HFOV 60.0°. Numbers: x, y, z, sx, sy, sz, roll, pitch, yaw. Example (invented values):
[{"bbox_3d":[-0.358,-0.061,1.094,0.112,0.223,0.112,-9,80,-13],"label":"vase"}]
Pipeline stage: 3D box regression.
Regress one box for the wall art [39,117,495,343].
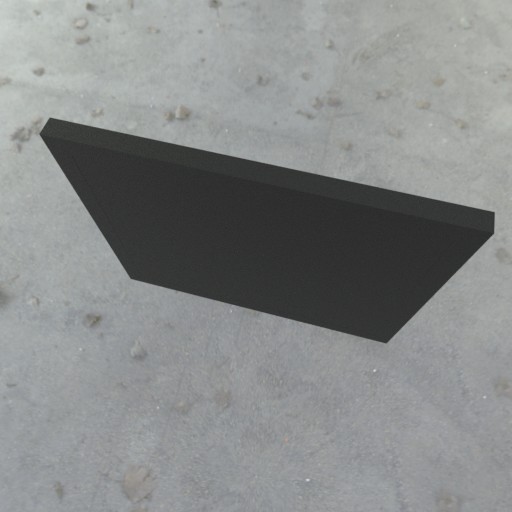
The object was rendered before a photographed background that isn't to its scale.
[{"bbox_3d":[0.000,0.000,0.737,0.558,0.457,0.029,13,64,7],"label":"wall art"}]
